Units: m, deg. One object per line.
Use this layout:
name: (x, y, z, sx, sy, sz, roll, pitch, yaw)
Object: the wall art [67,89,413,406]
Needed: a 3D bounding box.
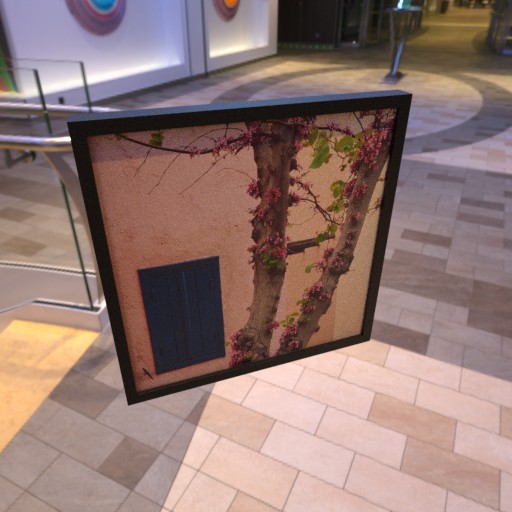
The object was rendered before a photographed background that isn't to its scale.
wall art: (0.000, 0.000, 0.763, 0.508, 0.508, 0.038, -11, 32, -17)
